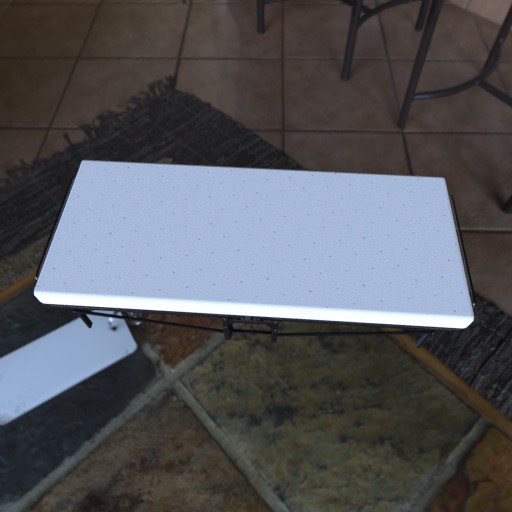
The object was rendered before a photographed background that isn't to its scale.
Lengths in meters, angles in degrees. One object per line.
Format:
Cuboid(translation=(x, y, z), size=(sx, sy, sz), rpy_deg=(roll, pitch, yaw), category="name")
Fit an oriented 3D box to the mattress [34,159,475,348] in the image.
Cuboid(translation=(0.000, 0.000, 2.521), size=(2.153, 0.519, 0.922), rpy_deg=(3, 58, 2), category="mattress")
